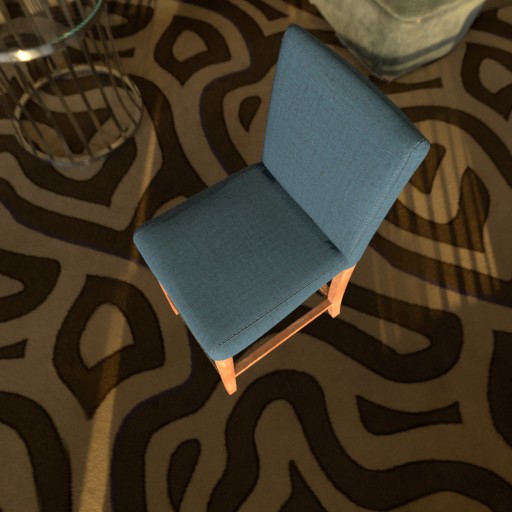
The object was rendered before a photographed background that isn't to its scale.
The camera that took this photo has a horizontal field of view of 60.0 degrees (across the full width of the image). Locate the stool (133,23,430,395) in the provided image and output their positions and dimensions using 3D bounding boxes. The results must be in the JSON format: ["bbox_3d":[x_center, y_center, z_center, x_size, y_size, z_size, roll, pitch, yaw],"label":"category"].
[{"bbox_3d":[0.000,0.000,1.343,0.574,1.088,0.454,-33,69,-15],"label":"stool"}]
